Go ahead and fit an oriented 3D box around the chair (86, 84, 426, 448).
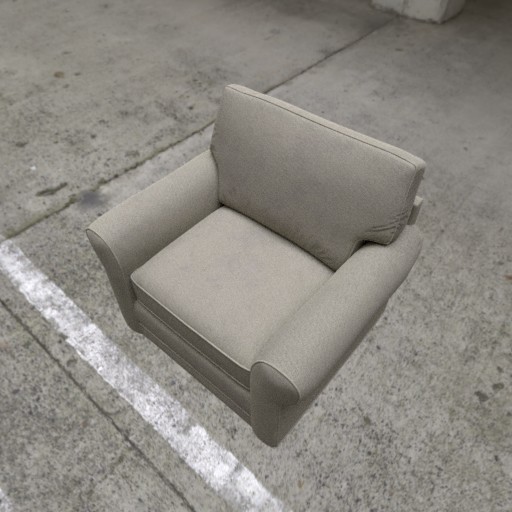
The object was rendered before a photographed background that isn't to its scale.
[{"bbox_3d":[0.000,0.000,1.930,1.147,1.044,0.939,32,55,26],"label":"chair"}]
